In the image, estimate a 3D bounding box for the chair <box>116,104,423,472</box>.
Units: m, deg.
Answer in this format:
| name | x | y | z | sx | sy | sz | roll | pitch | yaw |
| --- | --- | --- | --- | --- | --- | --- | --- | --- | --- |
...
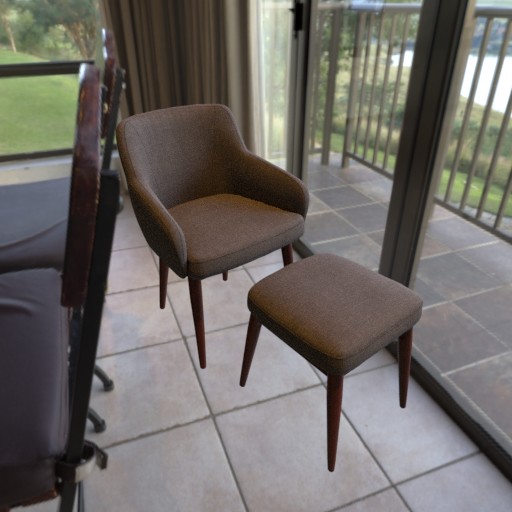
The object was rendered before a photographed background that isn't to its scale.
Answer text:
| name | x | y | z | sx | sy | sz | roll | pitch | yaw |
| --- | --- | --- | --- | --- | --- | --- | --- | --- | --- |
| chair | 0.000 | 0.000 | 1.516 | 0.584 | 0.799 | 1.107 | -23 | 38 | -33 |
